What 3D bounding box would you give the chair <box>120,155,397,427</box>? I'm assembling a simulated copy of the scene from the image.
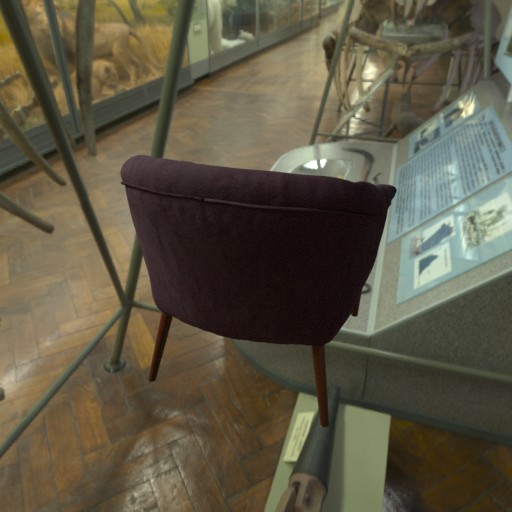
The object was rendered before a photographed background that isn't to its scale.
[{"bbox_3d":[0.000,0.000,1.520,0.851,0.885,0.776,10,33,15],"label":"chair"}]
